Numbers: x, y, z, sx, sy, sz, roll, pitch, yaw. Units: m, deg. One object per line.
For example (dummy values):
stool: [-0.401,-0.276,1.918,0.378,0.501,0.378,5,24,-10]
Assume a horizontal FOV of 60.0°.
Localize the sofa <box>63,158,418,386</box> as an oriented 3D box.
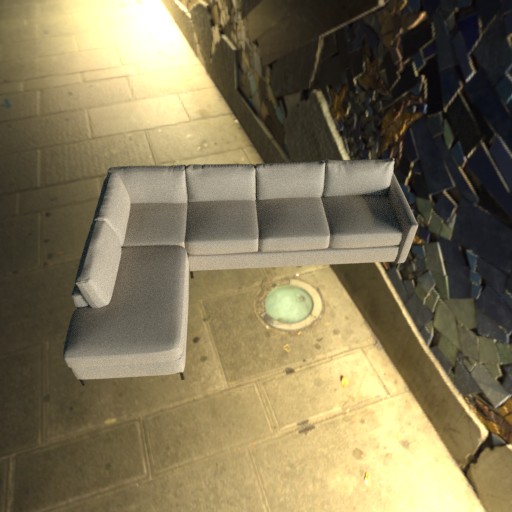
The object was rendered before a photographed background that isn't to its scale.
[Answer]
sofa: [0.000,0.000,3.238,2.423,0.703,1.617,-3,46,-3]
